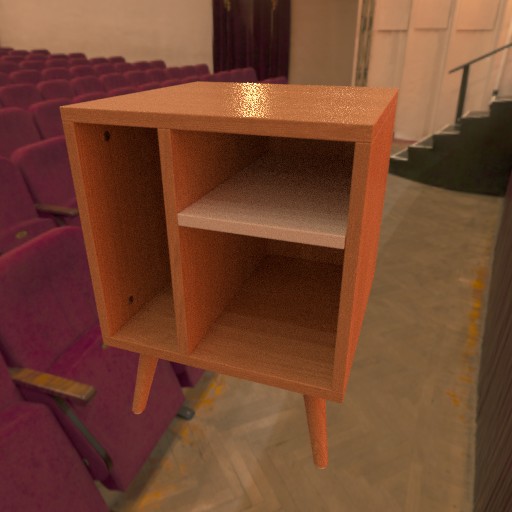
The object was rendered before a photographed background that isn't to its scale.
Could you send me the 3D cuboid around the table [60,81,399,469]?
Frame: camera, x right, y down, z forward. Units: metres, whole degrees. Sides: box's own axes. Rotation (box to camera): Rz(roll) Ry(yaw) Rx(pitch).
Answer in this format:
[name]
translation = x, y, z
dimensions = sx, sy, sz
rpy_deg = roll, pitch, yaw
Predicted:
[table]
translation = 0.000, 0.000, 0.804
dimensions = 0.400, 0.550, 0.400
rpy_deg = 9, 27, 18
